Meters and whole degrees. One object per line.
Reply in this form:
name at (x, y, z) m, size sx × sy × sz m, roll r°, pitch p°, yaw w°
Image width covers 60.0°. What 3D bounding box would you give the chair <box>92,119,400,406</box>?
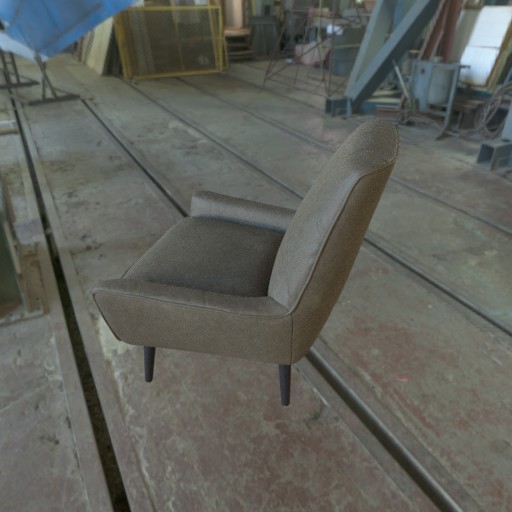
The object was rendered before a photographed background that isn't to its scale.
chair at (0.000, 0.000, 1.534) m, size 0.824 × 0.888 × 0.787 m, roll 9°, pitch 32°, yaw 14°
